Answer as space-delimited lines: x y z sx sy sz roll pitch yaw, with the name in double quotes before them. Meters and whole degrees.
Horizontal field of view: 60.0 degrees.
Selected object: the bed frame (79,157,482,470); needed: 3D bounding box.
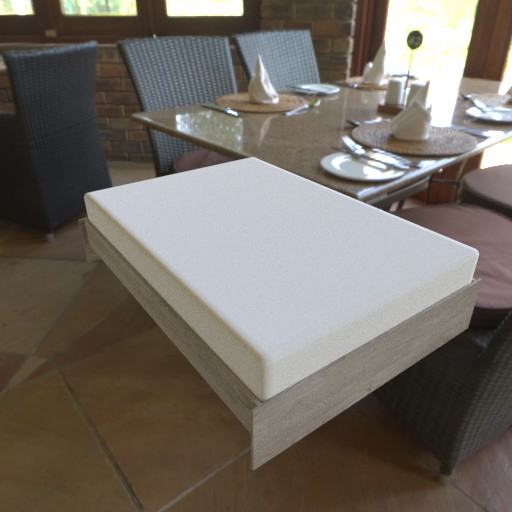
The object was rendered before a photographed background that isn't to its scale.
"bed frame" 0.000 0.000 2.611 1.445 0.497 1.945 -20 35 -31
